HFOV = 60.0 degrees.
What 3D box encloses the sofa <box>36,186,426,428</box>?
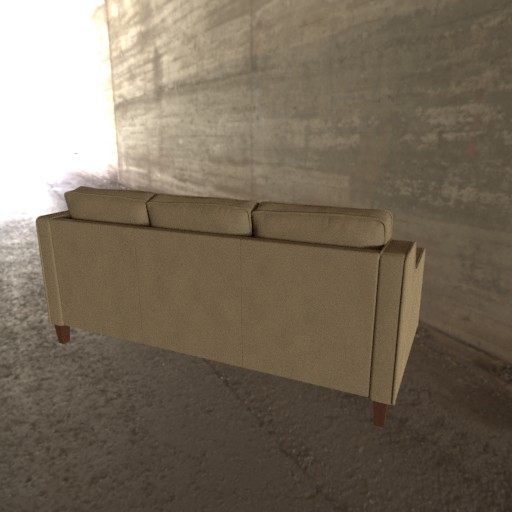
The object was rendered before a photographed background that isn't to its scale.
[{"bbox_3d":[0.000,0.000,3.267,2.317,1.066,1.858,7,16,24],"label":"sofa"}]
